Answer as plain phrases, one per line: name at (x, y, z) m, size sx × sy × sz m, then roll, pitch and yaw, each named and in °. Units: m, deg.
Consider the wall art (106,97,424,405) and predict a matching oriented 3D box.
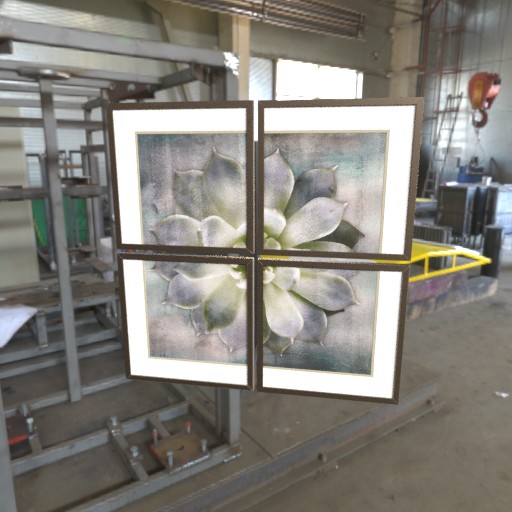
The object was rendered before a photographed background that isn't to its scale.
wall art at (0.000, 0.000, 1.551) m, size 1.032 × 1.032 × 0.030 m, roll 2°, pitch 13°, yaw 10°
